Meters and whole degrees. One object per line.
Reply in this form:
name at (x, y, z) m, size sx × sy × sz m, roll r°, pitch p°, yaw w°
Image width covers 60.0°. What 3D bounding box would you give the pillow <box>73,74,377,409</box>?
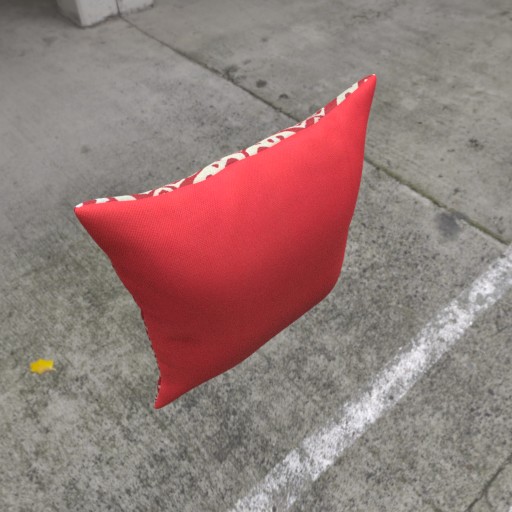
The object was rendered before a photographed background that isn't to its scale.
pillow at (0.000, 0.000, 0.785) m, size 0.522 × 0.507 × 0.192 m, roll -32°, pitch 54°, yaw -26°
